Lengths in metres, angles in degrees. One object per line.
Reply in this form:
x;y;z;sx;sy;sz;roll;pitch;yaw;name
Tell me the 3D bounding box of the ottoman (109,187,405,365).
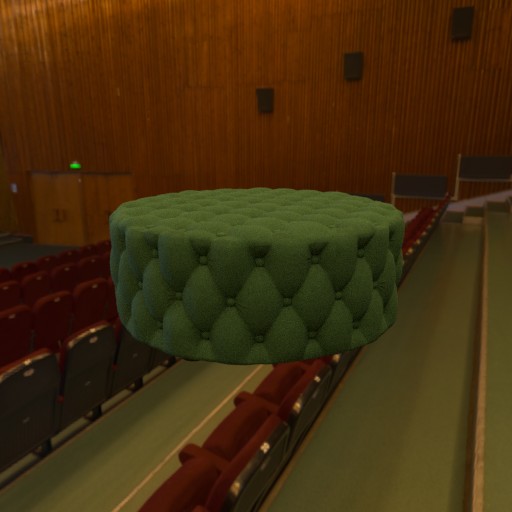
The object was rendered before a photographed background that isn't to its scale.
0.000;0.000;1.585;0.998;0.399;0.998;0;15;0;ottoman
